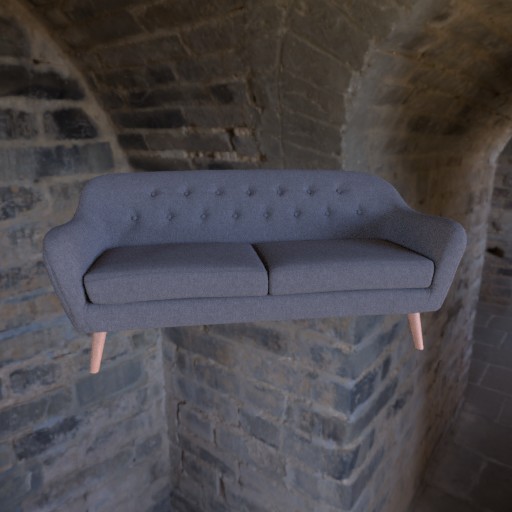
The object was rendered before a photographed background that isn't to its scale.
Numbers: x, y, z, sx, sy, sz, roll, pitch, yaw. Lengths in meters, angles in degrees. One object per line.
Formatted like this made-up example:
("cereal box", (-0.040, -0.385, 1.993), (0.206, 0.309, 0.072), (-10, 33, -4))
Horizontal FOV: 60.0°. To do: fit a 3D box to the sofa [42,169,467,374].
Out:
("sofa", (0.000, 0.000, 2.247), (1.840, 0.820, 0.820), (-2, 14, -8))
